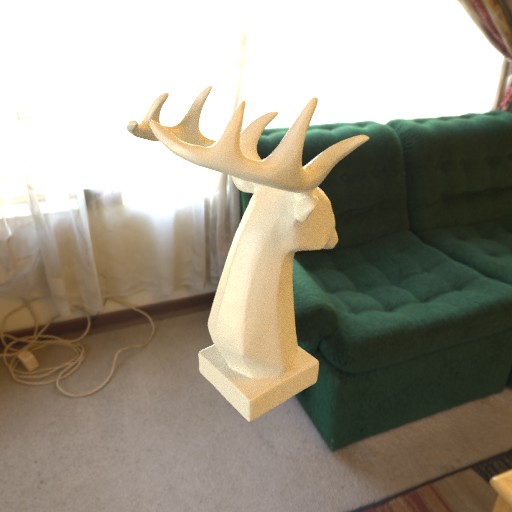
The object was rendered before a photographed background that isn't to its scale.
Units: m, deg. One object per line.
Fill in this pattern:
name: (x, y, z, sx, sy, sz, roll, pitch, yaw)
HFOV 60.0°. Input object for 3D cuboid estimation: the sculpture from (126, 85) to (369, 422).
sculpture: (0.000, 0.000, 0.462, 0.224, 0.329, 0.174, -19, 32, -33)
